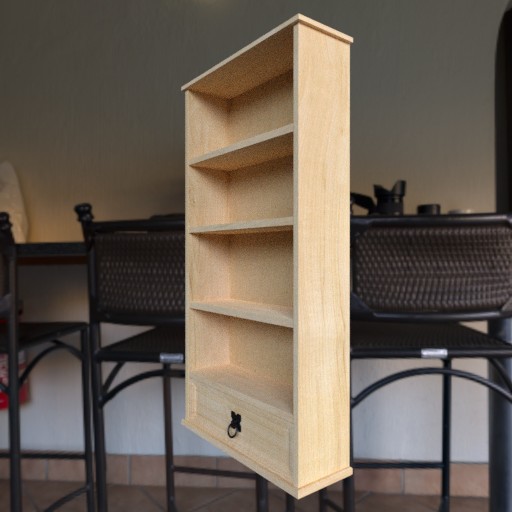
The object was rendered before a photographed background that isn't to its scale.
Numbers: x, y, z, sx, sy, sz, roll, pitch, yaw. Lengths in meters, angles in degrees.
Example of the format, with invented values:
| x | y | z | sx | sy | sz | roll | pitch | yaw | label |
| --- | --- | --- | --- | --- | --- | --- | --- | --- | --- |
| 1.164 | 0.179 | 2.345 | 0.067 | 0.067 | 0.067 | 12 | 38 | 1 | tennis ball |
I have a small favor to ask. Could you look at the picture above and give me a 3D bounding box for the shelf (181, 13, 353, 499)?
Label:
| x | y | z | sx | sy | sz | roll | pitch | yaw | label |
| --- | --- | --- | --- | --- | --- | --- | --- | --- | --- |
| 0.000 | 0.000 | 1.194 | 0.175 | 1.030 | 0.520 | 0 | 0 | -38 | shelf |
